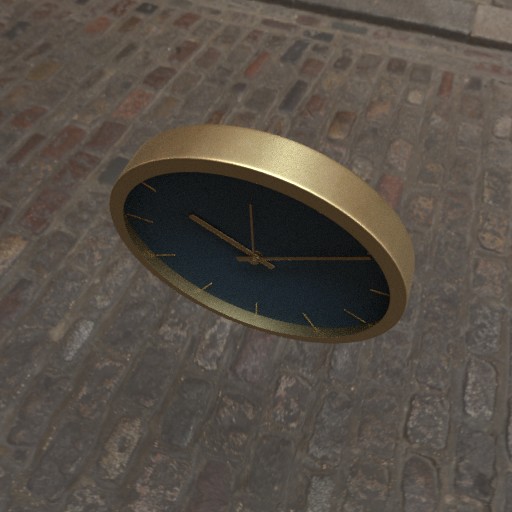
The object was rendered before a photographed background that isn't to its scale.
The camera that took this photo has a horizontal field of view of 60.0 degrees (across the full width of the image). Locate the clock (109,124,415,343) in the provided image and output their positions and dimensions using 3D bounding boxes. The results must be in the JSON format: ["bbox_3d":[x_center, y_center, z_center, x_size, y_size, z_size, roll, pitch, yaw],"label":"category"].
[{"bbox_3d":[0.000,0.000,0.467,0.314,0.314,0.040,17,60,10],"label":"clock"}]
